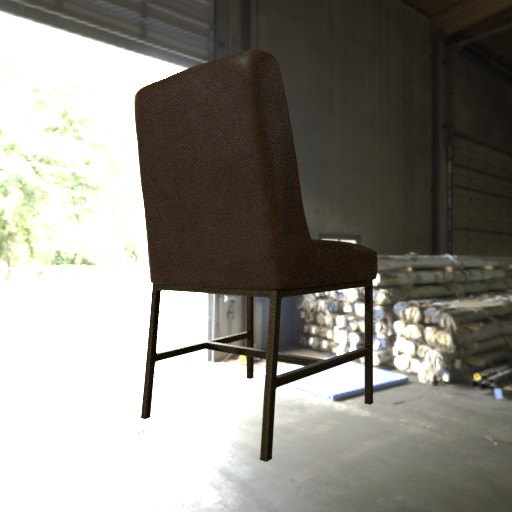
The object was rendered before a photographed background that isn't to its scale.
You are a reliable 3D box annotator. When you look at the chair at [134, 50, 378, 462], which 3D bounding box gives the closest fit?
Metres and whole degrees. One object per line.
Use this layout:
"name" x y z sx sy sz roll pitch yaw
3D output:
"chair" 0.000 0.000 1.276 0.508 0.889 0.587 0 0 38
